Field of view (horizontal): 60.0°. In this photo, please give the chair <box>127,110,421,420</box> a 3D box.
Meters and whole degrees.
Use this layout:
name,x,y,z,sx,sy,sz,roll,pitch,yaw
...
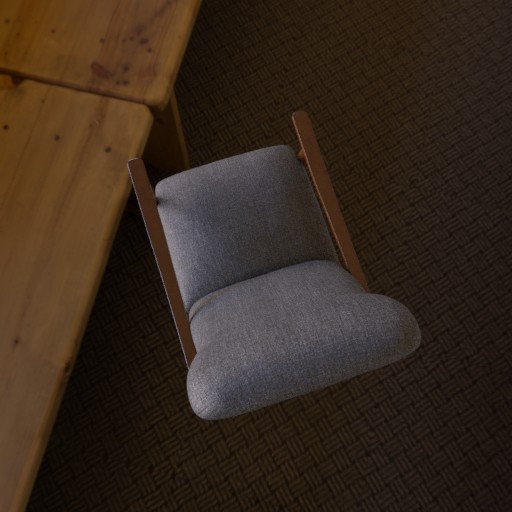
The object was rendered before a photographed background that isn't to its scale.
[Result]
name,x,y,z,sx,sy,sz,roll,pitch,yaw
chair,0.000,0.000,1.773,0.762,1.082,1.030,-17,77,-4
